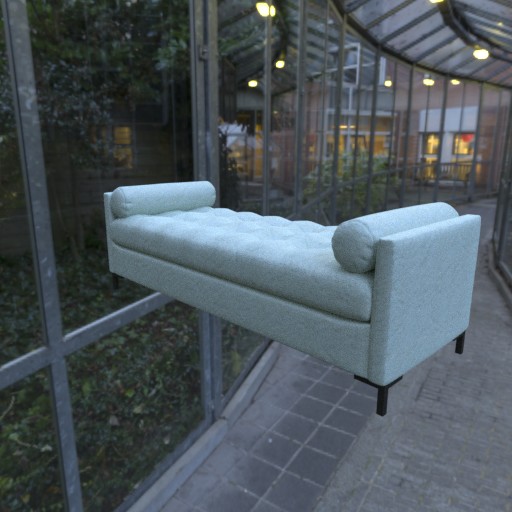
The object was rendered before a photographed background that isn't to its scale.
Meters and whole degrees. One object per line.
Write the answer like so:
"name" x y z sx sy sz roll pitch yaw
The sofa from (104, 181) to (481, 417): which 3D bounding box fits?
"sofa" 0.000 0.000 2.484 0.796 0.705 2.102 -13 19 -43
